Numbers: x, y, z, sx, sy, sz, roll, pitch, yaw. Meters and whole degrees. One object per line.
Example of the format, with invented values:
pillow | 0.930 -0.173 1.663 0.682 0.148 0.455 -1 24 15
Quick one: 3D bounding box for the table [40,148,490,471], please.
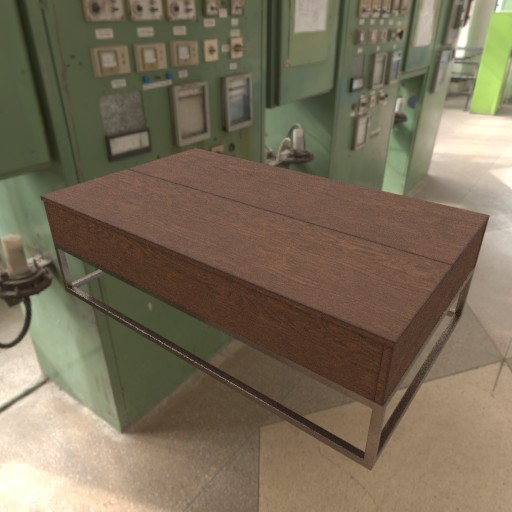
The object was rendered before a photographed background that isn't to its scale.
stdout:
table | 0.000 0.000 1.428 1.167 0.361 0.719 20 35 32
